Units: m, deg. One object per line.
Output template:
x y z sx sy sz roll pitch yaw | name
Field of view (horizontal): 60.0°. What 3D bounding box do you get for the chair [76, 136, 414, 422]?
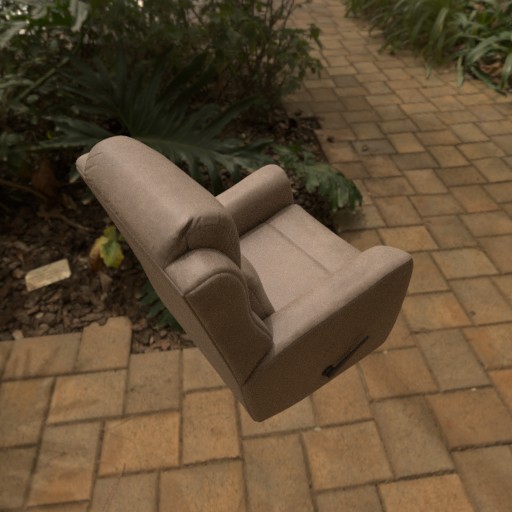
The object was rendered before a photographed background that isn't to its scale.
0.000 0.000 1.912 1.068 1.116 0.967 -26 48 -26 | chair
